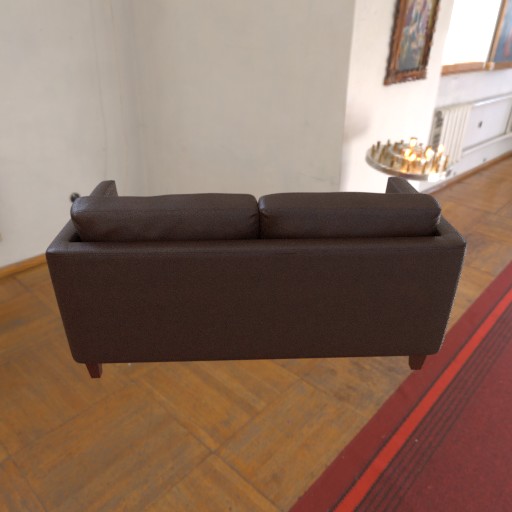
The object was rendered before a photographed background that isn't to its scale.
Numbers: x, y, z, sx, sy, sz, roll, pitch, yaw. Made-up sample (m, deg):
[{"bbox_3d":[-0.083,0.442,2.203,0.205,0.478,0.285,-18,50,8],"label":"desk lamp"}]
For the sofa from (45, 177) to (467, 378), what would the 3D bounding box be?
[{"bbox_3d":[0.000,0.000,2.472,1.883,0.933,0.951,-1,29,-2],"label":"sofa"}]
